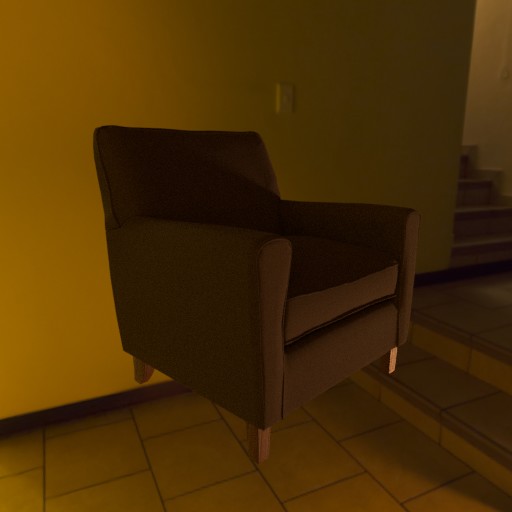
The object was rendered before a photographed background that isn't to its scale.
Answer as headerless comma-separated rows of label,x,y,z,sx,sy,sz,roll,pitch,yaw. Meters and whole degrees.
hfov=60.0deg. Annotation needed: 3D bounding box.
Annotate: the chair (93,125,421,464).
chair,0.000,0.000,1.599,0.831,0.911,0.836,13,18,43
